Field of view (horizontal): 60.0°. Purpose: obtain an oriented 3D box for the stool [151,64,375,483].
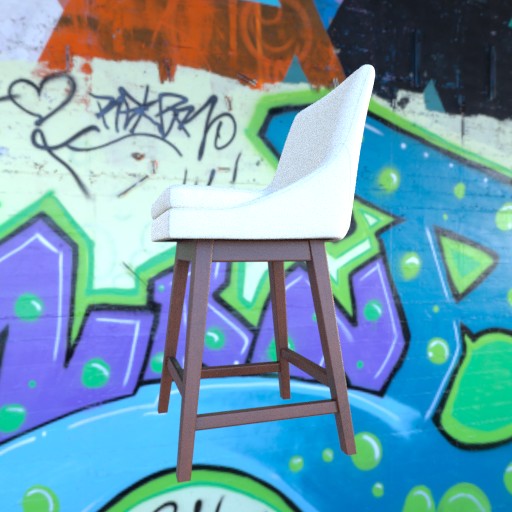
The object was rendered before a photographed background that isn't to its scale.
[{"bbox_3d":[0.000,0.000,1.271,0.559,0.991,0.469,0,1,-18],"label":"stool"}]
